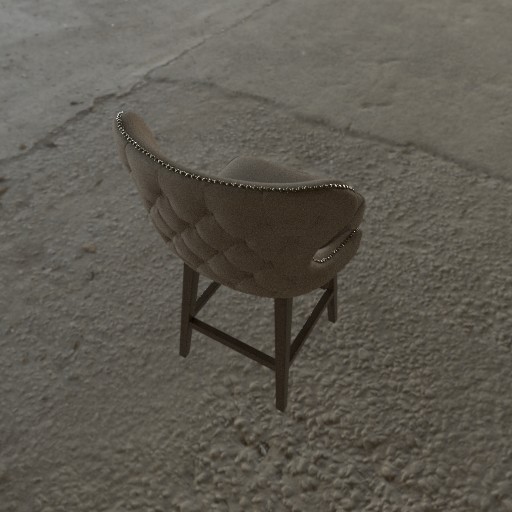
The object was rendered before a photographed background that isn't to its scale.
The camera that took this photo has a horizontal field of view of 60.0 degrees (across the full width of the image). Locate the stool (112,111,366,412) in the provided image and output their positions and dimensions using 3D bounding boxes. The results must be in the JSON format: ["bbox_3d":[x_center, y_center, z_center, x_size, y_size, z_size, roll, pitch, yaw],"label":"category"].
[{"bbox_3d":[0.000,0.000,1.368,0.615,0.972,0.597,23,50,21],"label":"stool"}]
